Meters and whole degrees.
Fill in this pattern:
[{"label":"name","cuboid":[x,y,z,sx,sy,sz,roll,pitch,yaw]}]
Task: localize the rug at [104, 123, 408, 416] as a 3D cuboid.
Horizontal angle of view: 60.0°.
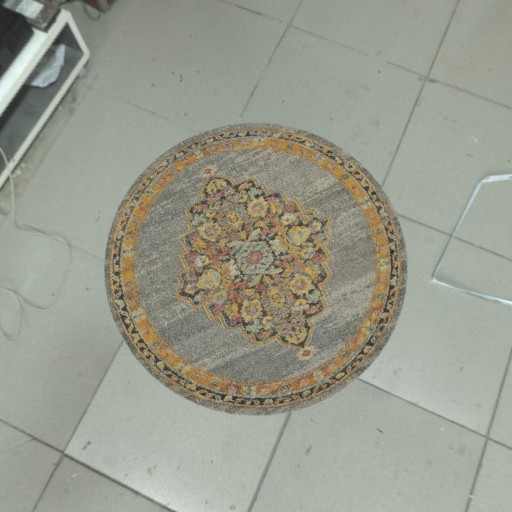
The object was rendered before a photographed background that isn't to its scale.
[{"label":"rug","cuboid":[0.000,0.000,3.493,2.382,0.014,2.382,0,74,0]}]
